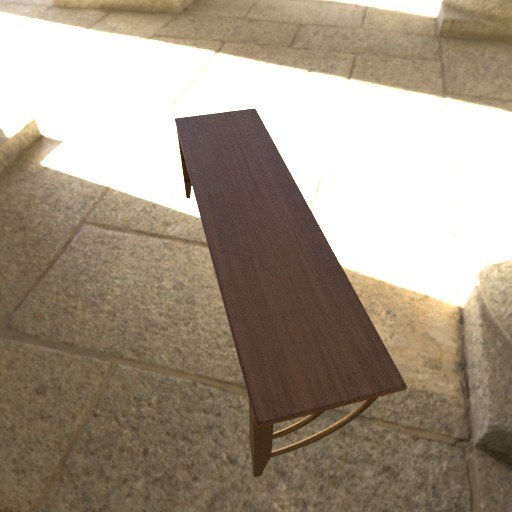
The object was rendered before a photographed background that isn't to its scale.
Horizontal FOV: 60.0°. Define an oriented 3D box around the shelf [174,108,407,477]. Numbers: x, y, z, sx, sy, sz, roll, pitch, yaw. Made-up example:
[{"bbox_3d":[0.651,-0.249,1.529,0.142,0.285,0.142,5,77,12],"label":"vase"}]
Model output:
[{"bbox_3d":[0.000,0.000,0.738,0.166,0.190,0.636,-11,47,-10],"label":"shelf"}]
